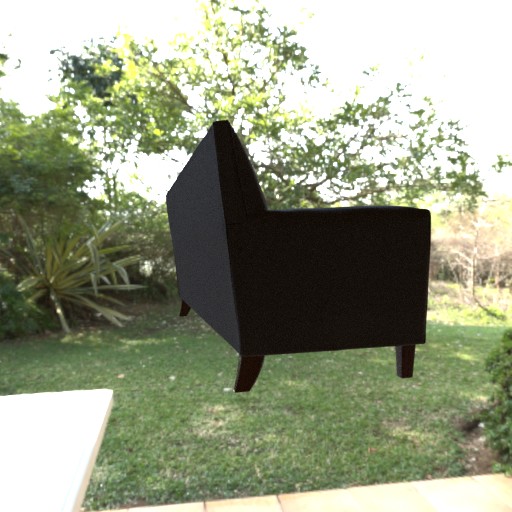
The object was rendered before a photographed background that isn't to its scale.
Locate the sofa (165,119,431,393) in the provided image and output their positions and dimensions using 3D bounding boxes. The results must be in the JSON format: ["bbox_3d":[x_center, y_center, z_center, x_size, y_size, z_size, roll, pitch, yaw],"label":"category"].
[{"bbox_3d":[0.000,0.000,2.453,0.843,0.907,2.002,0,1,-16],"label":"sofa"}]
